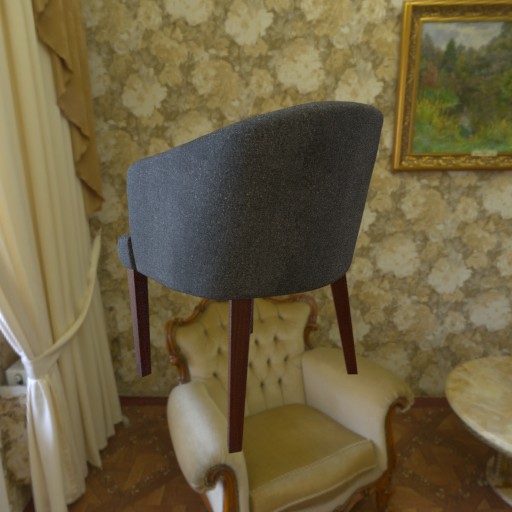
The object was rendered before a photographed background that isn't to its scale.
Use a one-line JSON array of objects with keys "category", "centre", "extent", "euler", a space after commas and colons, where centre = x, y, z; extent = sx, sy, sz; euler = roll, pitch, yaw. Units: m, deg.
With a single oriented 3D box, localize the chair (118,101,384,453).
[{"category": "chair", "centre": [0.000, 0.000, 1.277], "extent": [0.583, 0.811, 0.655], "euler": [-14, 20, -43]}]
